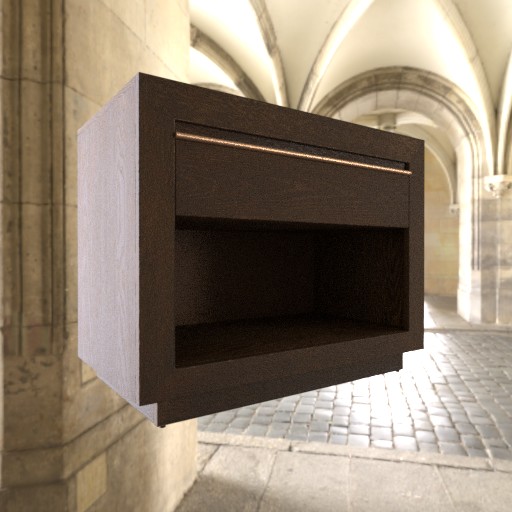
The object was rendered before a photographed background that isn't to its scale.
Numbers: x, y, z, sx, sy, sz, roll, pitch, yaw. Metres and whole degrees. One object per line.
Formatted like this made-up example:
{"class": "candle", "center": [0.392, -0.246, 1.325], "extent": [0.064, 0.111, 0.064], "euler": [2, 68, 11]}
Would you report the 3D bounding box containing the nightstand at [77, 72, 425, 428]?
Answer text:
{"class": "nightstand", "center": [0.000, 0.000, 1.133], "extent": [0.775, 0.612, 0.457], "euler": [0, 0, -35]}
